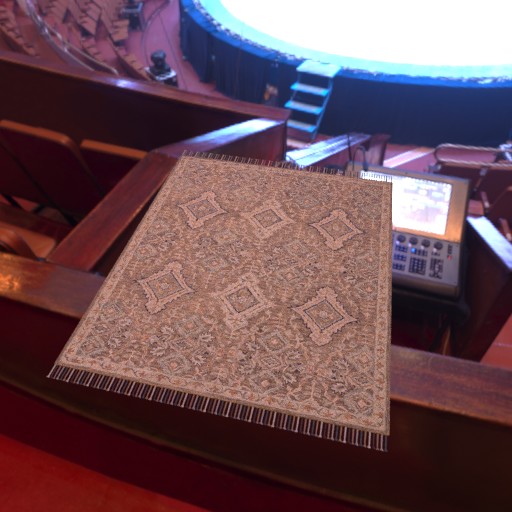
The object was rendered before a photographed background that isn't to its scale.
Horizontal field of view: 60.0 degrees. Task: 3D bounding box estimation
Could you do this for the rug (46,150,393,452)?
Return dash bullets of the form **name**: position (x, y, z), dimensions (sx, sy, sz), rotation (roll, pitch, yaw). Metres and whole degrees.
- **rug**: position (0.000, 0.000, 4.068), dimensions (2.437, 0.010, 3.056), rotation (9, 47, 9)
